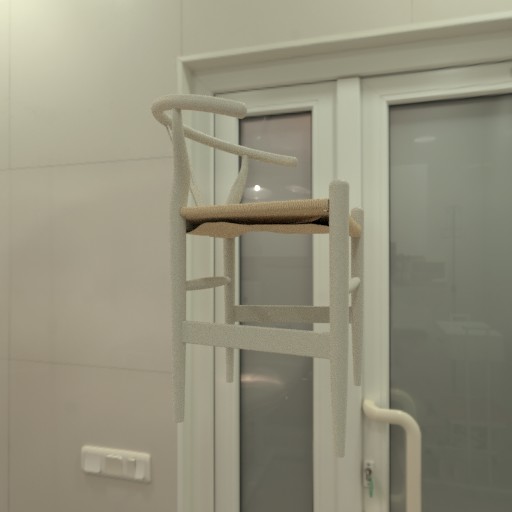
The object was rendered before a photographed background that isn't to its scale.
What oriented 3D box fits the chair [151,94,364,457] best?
[{"bbox_3d":[0.000,0.000,1.109,0.500,0.736,0.533,0,0,17],"label":"chair"}]
